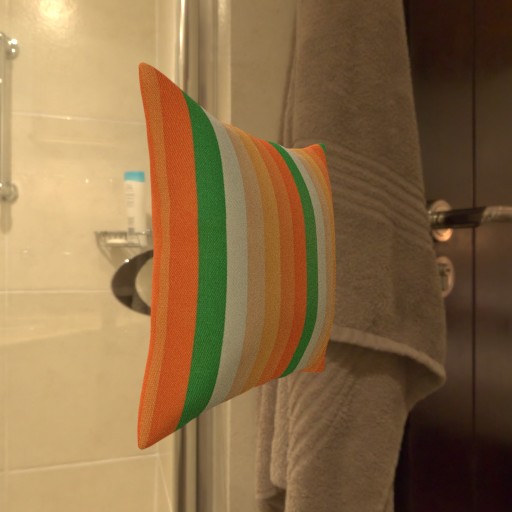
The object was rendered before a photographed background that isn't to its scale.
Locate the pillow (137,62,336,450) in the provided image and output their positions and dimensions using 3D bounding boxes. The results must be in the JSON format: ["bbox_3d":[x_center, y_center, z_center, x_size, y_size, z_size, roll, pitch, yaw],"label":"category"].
[{"bbox_3d":[0.000,0.000,0.687,0.169,0.444,0.453,-1,-1,36],"label":"pillow"}]
